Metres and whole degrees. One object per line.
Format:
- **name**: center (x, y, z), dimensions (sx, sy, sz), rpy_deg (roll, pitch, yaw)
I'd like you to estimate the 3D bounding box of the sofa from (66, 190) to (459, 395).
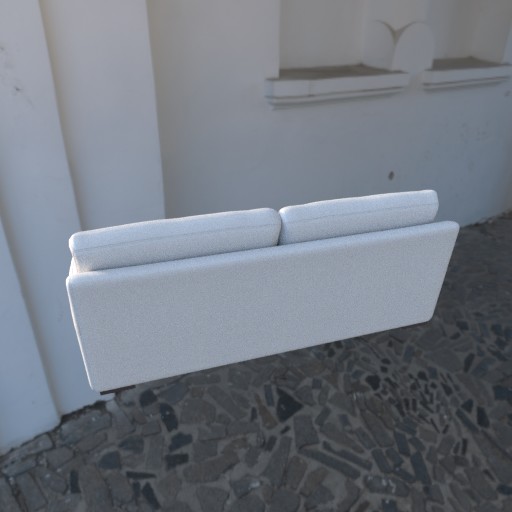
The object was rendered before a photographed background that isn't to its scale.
- **sofa**: center (0.000, 0.000, 2.907), dimensions (2.261, 0.940, 1.143), rpy_deg (-8, 28, -16)
